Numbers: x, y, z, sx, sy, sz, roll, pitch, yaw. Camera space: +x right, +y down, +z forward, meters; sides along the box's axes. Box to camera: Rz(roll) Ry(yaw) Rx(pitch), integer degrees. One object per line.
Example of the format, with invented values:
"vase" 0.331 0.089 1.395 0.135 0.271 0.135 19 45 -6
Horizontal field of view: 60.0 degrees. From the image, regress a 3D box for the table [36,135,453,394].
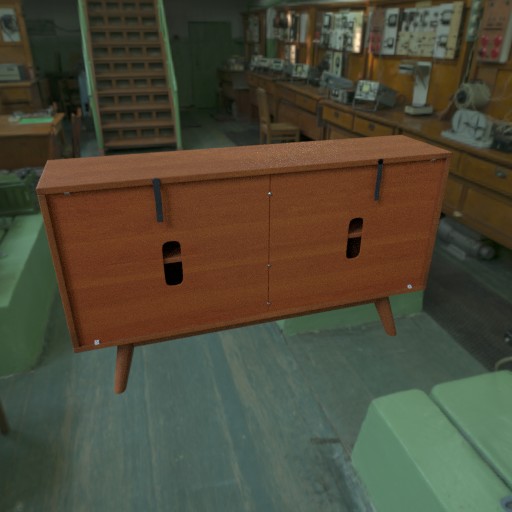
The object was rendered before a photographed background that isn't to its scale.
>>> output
"table" 0.000 0.000 1.528 1.220 0.698 0.308 -8 28 -15
